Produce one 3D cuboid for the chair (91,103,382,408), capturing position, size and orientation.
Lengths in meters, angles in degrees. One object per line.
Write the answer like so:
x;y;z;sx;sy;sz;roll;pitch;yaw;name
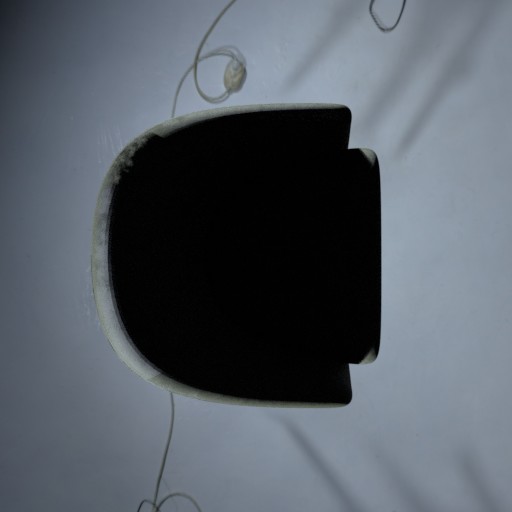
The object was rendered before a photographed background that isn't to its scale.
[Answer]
0.000;0.000;1.347;0.767;0.698;0.773;0;89;0;chair
